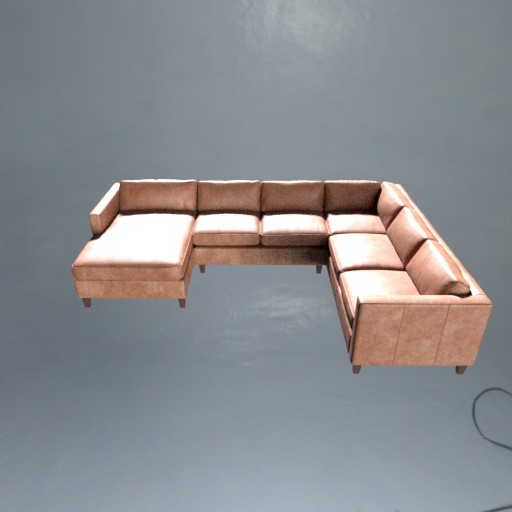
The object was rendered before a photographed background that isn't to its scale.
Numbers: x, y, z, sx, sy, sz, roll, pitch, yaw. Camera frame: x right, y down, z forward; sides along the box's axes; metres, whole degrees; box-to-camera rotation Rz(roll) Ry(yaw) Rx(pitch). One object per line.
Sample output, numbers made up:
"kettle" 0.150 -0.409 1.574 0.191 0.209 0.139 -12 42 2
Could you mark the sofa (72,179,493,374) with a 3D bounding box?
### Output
"sofa" 0.000 0.000 4.355 3.401 0.832 2.430 0 30 0
